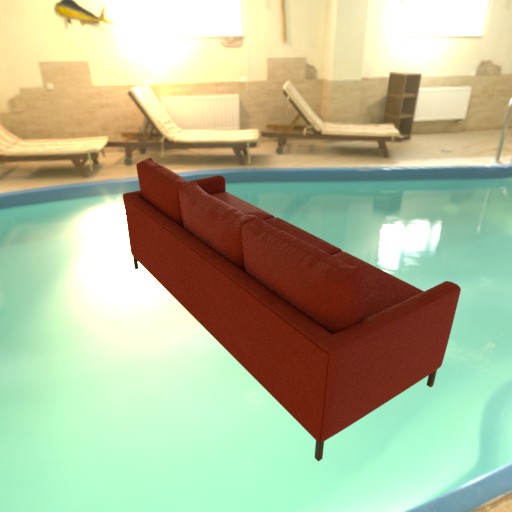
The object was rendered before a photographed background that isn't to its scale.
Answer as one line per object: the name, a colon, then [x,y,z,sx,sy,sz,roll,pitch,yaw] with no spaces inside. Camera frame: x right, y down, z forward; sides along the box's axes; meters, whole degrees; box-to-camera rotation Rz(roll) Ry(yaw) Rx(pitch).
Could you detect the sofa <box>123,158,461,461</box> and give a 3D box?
sofa: [0.000,0.000,2.765,0.875,0.879,2.252,-17,32,-31]
